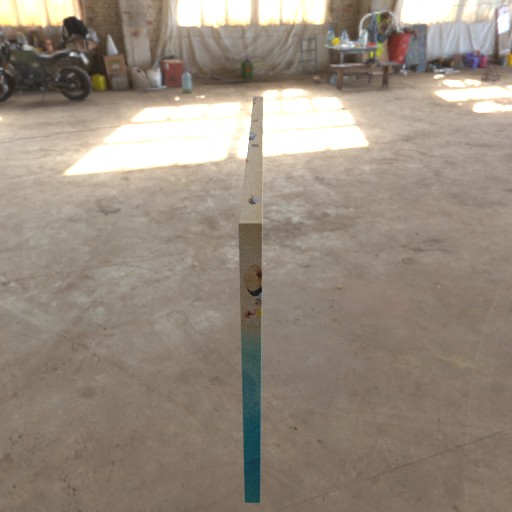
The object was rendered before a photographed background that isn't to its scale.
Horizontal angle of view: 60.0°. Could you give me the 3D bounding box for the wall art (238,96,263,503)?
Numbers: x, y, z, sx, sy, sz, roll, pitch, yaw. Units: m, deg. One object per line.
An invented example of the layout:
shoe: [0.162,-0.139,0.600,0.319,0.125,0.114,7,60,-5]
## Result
wall art: [0.000,0.000,1.405,0.040,0.769,1.136,0,30,1]
